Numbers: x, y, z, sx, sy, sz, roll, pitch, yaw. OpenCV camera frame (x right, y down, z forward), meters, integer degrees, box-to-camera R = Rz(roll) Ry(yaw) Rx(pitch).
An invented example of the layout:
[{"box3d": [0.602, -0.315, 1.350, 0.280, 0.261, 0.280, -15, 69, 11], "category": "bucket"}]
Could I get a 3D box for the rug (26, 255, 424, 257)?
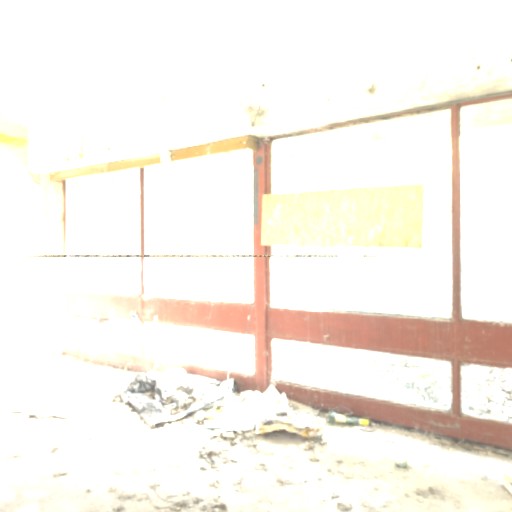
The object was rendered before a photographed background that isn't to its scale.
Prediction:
[{"box3d": [0.000, 0.000, 2.542, 2.277, 0.008, 0.676, 0, 0, -36], "category": "rug"}]
